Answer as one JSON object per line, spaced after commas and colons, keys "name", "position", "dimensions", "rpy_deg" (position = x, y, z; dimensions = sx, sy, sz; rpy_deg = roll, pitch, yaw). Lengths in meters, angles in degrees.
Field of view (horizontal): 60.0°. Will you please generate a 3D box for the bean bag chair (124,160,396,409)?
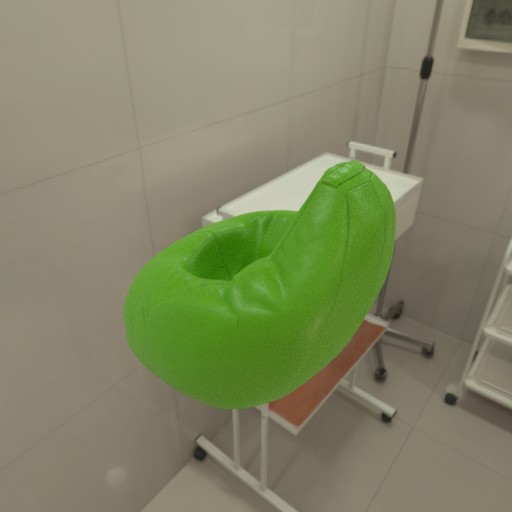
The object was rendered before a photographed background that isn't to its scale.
{"name": "bean bag chair", "position": [0.000, 0.000, 1.883], "dimensions": [1.070, 0.990, 1.070], "rpy_deg": [23, 39, 31]}
